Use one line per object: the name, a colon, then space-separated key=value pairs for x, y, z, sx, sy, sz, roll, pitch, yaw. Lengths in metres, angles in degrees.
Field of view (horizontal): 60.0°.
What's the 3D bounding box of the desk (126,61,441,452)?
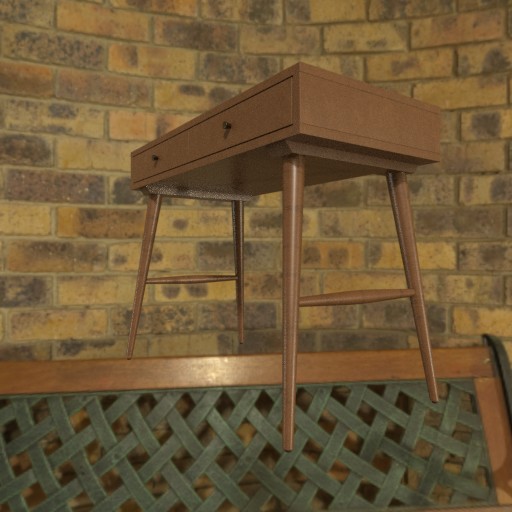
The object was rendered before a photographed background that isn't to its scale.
desk: x=0.000 y=0.000 z=1.377 sx=0.510 sy=0.758 sz=0.949 roll=0 pitch=0 yaw=-35
